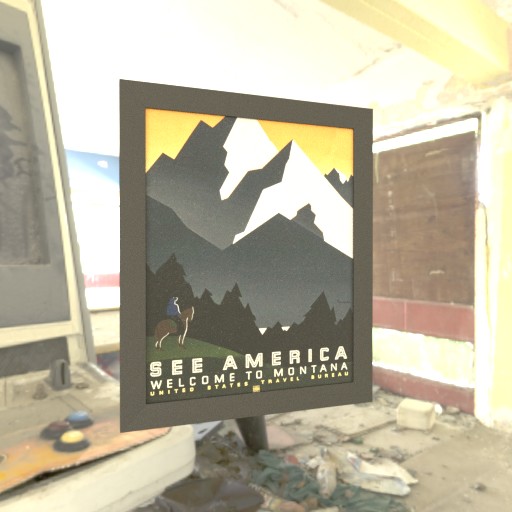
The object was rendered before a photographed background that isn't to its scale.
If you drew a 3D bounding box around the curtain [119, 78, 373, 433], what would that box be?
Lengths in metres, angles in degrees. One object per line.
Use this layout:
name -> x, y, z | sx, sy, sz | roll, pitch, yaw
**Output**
curtain -> 0.000, 0.000, 0.821 | 0.483, 0.585, 0.027 | 0, 0, -19
